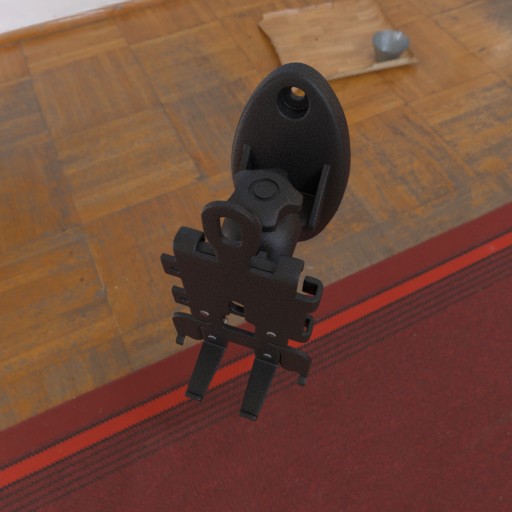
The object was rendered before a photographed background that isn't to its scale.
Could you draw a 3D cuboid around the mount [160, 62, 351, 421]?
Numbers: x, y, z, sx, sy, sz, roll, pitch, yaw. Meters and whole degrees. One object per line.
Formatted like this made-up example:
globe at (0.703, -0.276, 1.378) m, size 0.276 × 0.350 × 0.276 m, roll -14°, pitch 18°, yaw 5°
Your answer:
mount at (0.000, 0.000, 0.178) m, size 0.066 × 0.118 × 0.100 m, roll 16°, pitch 59°, yaw 10°
